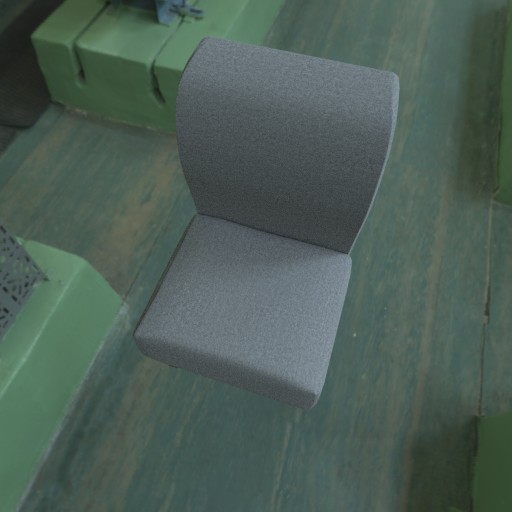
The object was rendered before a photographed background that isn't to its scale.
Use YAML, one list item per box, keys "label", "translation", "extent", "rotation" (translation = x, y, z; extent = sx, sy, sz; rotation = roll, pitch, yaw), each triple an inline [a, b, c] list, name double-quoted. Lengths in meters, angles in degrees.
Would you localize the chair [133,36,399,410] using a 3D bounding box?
- label: "chair"
  translation: [0.000, 0.000, 1.163]
  extent: [0.513, 0.804, 0.592]
  rotation: [15, 60, 9]
